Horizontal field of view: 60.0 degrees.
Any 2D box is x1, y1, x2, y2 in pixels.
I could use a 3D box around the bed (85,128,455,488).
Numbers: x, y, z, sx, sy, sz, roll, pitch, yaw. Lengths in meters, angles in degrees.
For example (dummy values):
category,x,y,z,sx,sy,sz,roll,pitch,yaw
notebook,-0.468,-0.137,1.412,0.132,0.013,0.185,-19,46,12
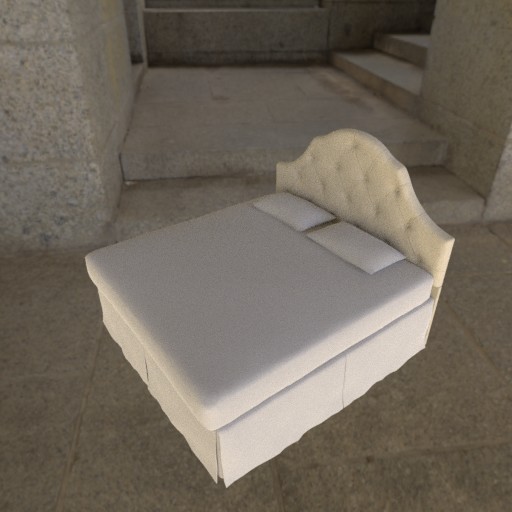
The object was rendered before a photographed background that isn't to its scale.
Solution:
category,x,y,z,sx,sy,sz,roll,pitch,yaw
bed,0.000,0.000,3.389,2.086,1.555,2.012,-22,38,-31
